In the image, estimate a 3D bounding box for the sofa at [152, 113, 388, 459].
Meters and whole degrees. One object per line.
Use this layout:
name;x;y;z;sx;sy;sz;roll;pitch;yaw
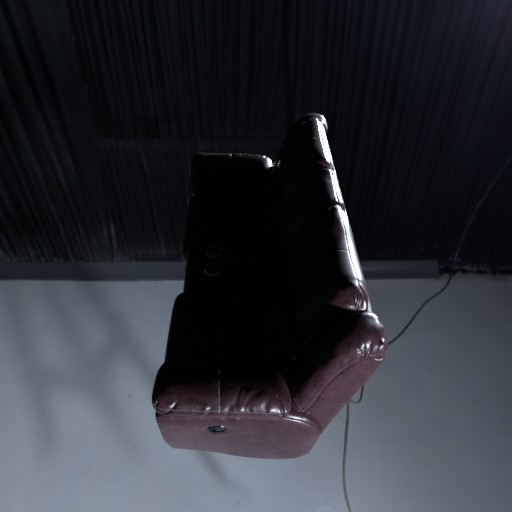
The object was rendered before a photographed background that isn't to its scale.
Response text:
sofa;0.000;0.000;2.636;0.991;1.043;2.058;-1;43;-1
